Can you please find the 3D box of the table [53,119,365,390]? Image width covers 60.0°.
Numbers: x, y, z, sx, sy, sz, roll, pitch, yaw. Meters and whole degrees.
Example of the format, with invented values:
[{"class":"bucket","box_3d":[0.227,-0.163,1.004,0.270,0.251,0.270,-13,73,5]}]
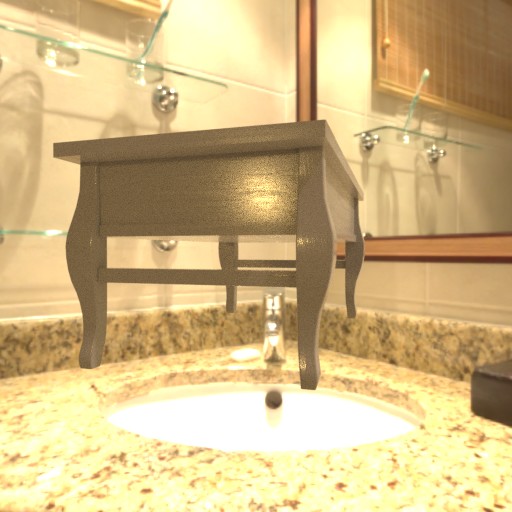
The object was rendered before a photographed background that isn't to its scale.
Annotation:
[{"class":"table","box_3d":[0.000,0.000,1.374,0.600,0.495,1.062,0,1,17]}]
